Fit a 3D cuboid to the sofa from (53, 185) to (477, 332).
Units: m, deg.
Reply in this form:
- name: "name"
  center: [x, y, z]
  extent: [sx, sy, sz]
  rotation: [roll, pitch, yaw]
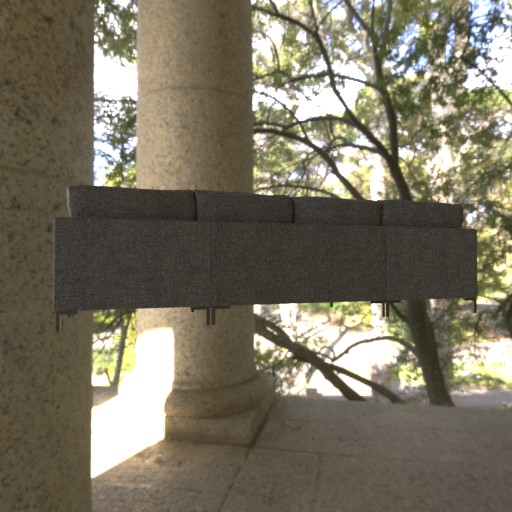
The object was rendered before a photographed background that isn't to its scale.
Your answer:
- name: "sofa"
  center: [0.000, 0.000, 4.269]
  extent: [3.423, 0.999, 2.048]
  rotation: [0, -1, -18]
